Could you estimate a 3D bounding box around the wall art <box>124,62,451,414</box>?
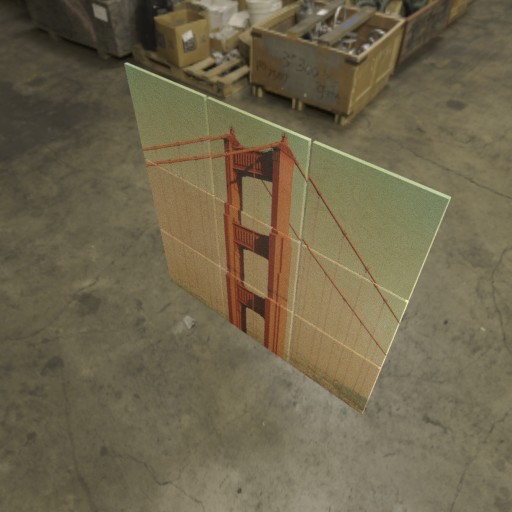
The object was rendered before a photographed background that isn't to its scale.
[{"bbox_3d":[0.000,0.000,1.780,1.214,1.219,0.013,31,54,26],"label":"wall art"}]
